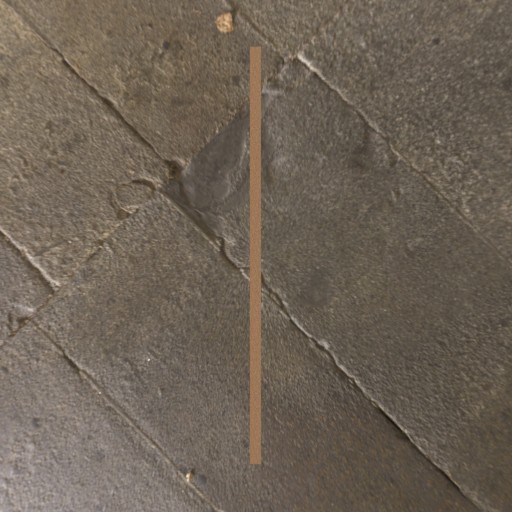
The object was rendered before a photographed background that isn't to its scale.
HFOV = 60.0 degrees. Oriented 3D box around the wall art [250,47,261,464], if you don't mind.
[{"bbox_3d":[0.000,0.000,0.791,0.012,0.608,0.459,0,90,0],"label":"wall art"}]
